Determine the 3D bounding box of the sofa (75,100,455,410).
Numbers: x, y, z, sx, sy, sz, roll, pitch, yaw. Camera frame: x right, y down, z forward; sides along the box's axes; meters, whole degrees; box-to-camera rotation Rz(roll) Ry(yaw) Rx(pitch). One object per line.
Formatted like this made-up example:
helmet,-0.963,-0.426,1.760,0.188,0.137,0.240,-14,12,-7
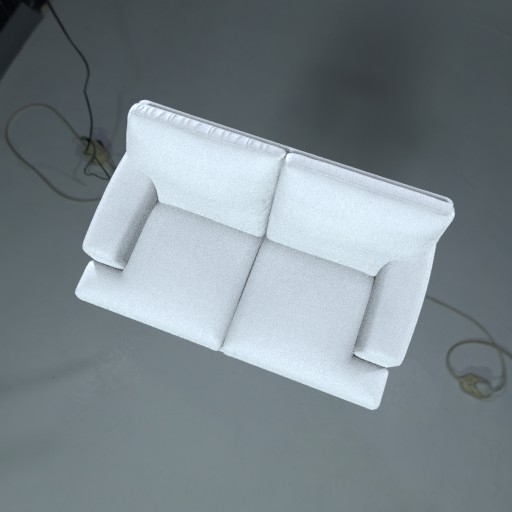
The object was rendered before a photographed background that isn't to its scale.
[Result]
sofa,0.000,0.000,2.544,1.880,0.940,1.143,19,74,6
